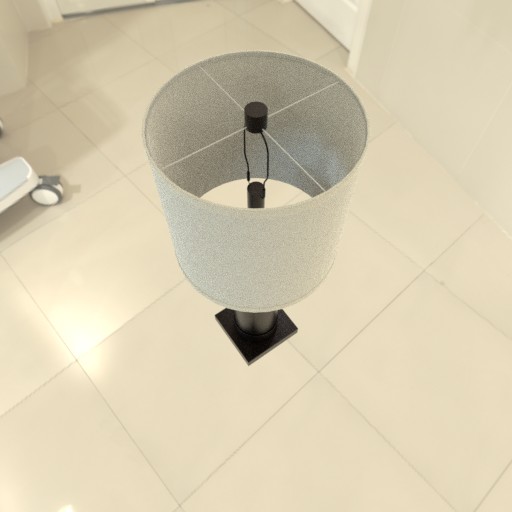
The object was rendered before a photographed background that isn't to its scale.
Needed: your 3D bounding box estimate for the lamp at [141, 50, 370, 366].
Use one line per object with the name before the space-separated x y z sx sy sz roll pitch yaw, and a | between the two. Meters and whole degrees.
lamp | 0.000 0.000 0.616 0.211 0.509 0.211 -31 64 -17
